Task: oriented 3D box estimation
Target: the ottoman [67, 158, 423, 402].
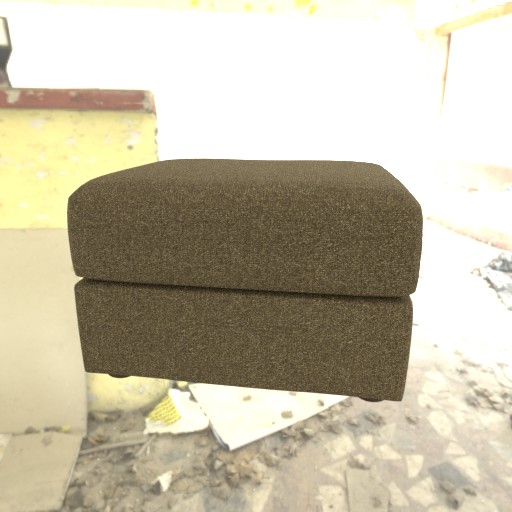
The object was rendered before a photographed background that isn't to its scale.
[{"bbox_3d":[0.000,0.000,1.164,0.742,0.476,0.598,3,17,9],"label":"ottoman"}]
